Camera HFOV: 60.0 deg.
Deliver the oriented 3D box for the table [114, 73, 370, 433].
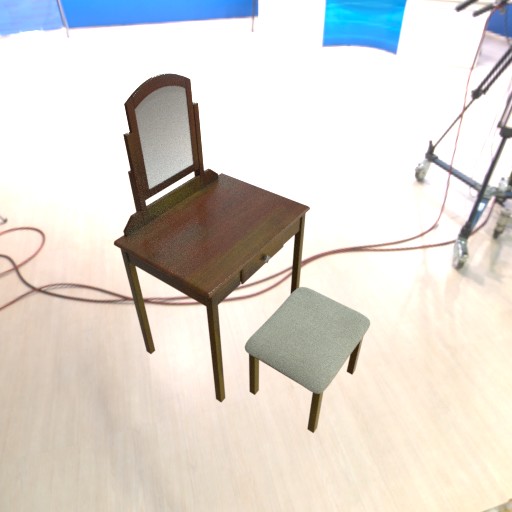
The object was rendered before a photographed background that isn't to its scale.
[{"bbox_3d":[0.000,0.000,2.332,1.211,1.631,0.876,25,46,27],"label":"table"}]
